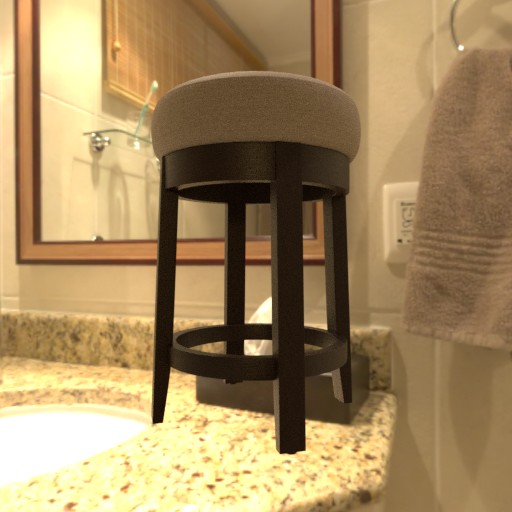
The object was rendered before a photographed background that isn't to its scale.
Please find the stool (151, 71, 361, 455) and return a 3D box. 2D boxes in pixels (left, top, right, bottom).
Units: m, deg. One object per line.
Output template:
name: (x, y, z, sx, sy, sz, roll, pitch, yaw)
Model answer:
stool: (0.000, 0.000, 0.962, 0.443, 0.672, 0.443, 0, 0, 0)
